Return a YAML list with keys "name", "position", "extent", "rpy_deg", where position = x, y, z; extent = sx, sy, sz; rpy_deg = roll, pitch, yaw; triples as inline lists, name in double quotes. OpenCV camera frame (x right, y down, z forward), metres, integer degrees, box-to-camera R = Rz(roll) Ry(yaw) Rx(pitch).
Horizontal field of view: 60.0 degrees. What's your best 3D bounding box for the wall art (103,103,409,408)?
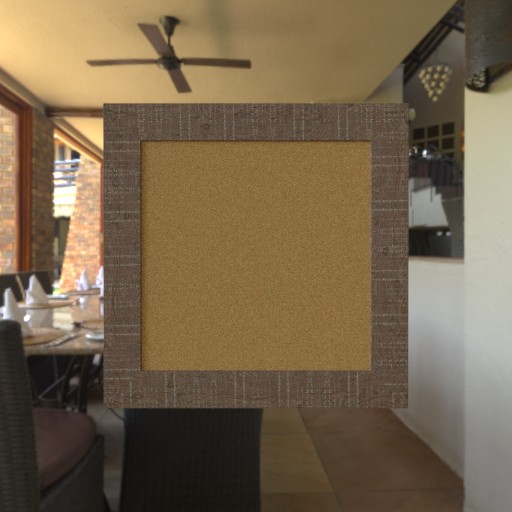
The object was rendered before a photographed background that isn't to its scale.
- name: "wall art"
  position: [0.000, 0.000, 0.791]
  extent: [0.531, 0.531, 0.040]
  rpy_deg: [0, 0, 0]
